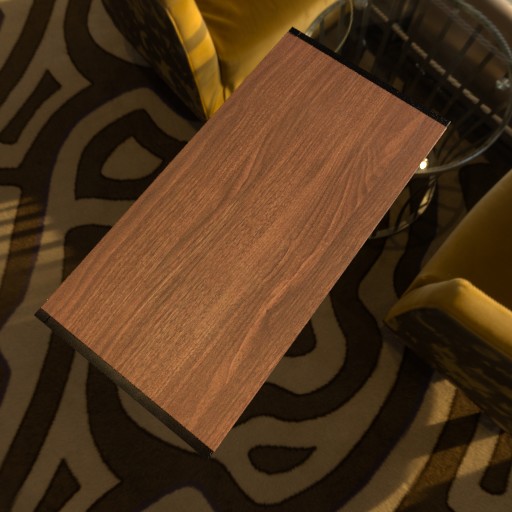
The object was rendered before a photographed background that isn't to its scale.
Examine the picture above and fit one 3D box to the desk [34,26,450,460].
[{"bbox_3d":[0.000,0.000,1.445,0.508,0.762,1.016,36,77,10],"label":"desk"}]
